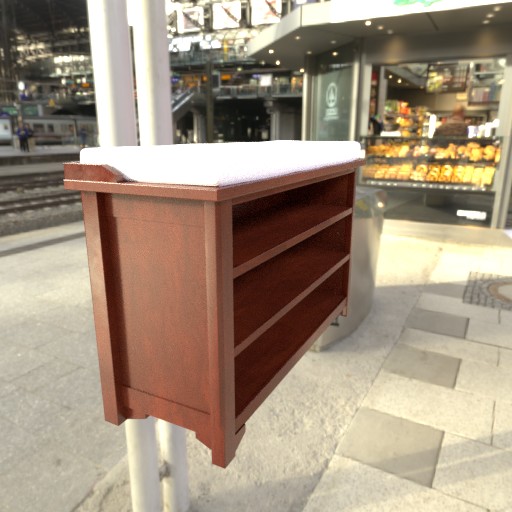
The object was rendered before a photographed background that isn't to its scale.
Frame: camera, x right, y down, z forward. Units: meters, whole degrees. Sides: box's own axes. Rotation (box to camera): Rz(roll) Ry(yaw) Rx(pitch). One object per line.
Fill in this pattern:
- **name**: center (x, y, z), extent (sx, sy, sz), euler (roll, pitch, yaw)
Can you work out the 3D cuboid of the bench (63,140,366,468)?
- **bench**: center (0.000, 0.000, 1.311), extent (0.369, 0.646, 0.987), euler (8, 17, 26)
